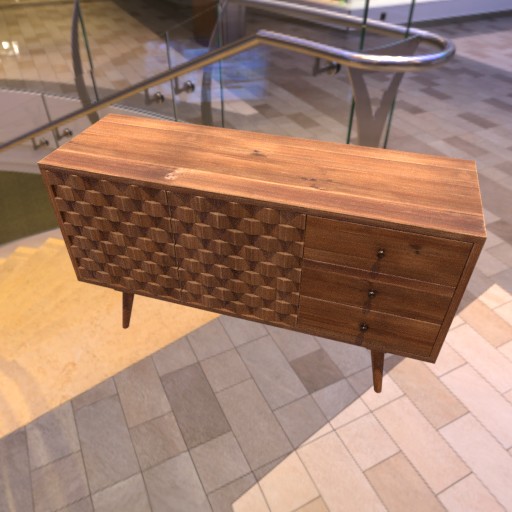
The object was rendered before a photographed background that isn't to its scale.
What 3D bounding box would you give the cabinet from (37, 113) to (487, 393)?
[{"bbox_3d":[0.000,0.000,1.731,1.400,0.800,0.472,11,41,13],"label":"cabinet"}]
